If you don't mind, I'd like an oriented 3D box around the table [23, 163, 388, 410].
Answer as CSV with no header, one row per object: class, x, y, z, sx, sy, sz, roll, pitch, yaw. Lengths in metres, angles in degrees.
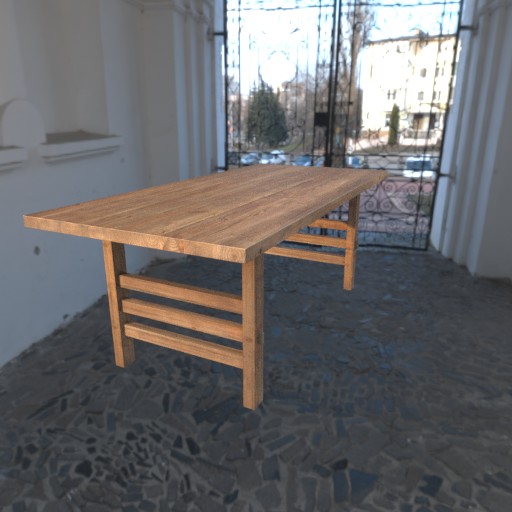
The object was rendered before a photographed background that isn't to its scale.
table,0.000,0.000,2.429,0.952,0.760,2.003,9,20,26
